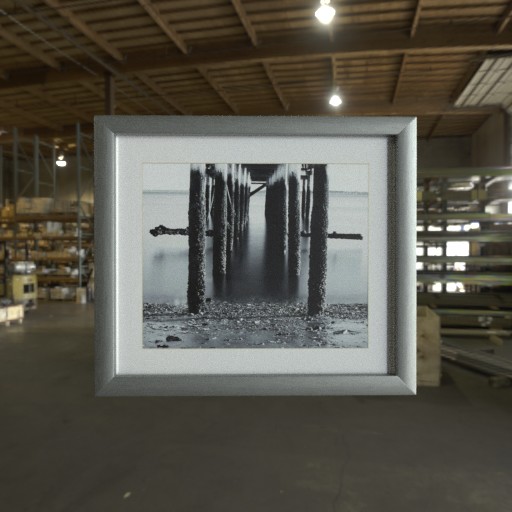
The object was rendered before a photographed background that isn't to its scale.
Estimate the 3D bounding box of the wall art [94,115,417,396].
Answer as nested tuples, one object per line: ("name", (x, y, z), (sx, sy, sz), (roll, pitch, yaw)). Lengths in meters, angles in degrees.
("wall art", (0.000, 0.000, 0.535), (0.380, 0.330, 0.028), (0, 0, -1))
